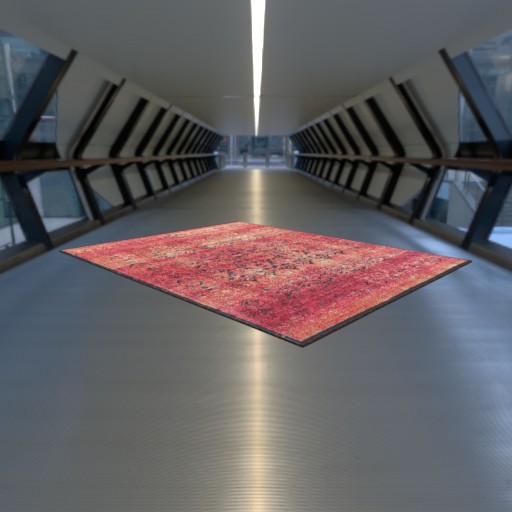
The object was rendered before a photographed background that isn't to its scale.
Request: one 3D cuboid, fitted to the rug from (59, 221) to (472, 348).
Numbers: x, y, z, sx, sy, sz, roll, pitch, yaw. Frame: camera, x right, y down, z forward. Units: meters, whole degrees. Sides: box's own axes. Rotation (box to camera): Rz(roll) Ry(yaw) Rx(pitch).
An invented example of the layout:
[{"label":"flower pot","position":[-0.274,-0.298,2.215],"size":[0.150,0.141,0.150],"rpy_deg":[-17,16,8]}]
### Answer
[{"label":"rug","position":[0.000,0.000,4.130],"size":[3.032,0.020,2.411],"rpy_deg":[13,19,43]}]
